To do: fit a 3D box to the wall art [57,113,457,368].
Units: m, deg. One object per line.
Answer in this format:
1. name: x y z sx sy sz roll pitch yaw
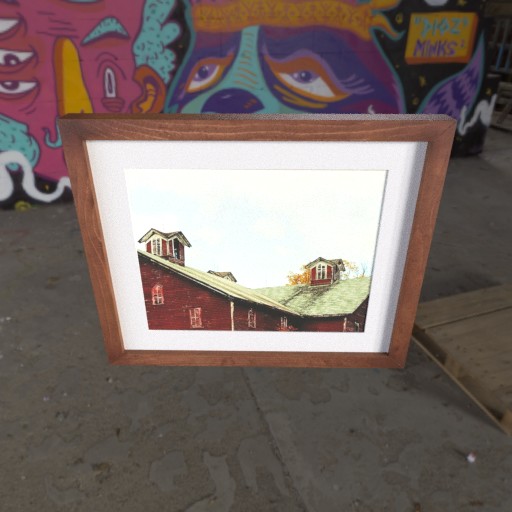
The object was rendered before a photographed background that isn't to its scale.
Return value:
1. wall art: 0.000 0.000 0.536 0.401 0.328 0.030 0 29 1
